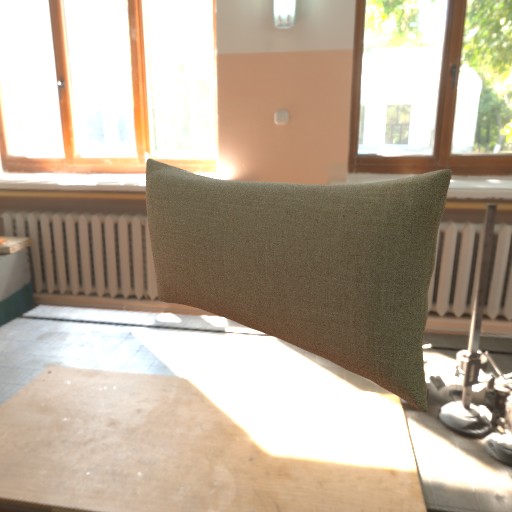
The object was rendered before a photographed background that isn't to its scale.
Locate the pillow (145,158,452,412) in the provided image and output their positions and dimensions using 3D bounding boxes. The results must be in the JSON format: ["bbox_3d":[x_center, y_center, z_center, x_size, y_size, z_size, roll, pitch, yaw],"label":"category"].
[{"bbox_3d":[0.000,0.000,1.026,0.197,0.429,0.859,-14,20,-43],"label":"pillow"}]
